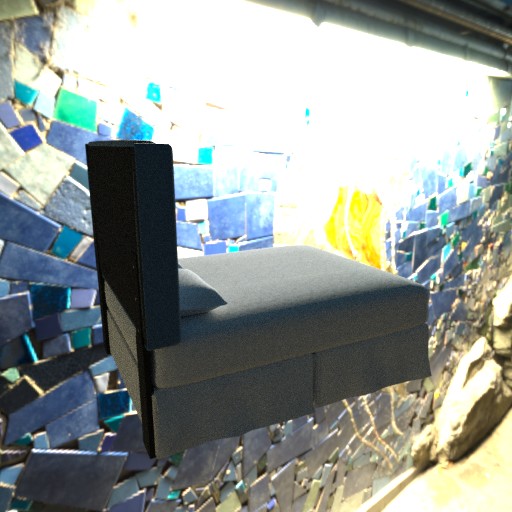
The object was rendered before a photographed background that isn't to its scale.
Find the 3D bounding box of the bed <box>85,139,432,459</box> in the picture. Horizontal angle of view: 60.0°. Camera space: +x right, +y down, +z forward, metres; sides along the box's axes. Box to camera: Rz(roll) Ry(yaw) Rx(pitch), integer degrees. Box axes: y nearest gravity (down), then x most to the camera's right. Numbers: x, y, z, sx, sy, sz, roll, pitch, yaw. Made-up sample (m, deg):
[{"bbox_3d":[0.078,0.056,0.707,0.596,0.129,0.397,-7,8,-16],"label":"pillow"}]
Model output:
[{"bbox_3d":[0.000,0.000,3.305,2.078,1.665,1.719,-7,16,-26],"label":"bed"}]
